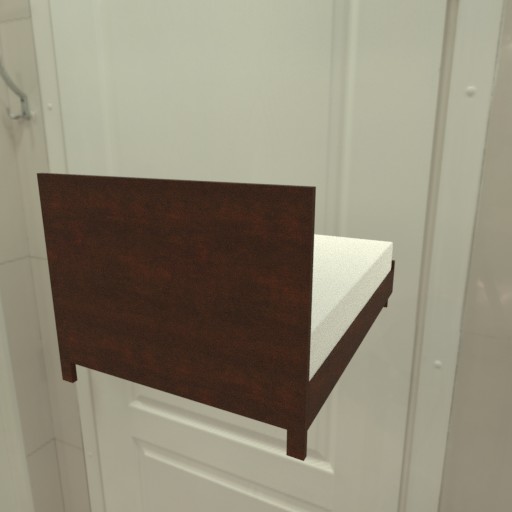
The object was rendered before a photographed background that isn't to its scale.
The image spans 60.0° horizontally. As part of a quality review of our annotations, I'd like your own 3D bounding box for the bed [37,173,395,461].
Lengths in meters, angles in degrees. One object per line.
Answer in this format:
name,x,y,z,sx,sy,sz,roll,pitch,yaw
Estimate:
bed,0.000,0.000,3.195,1.600,1.270,2.184,7,17,26
